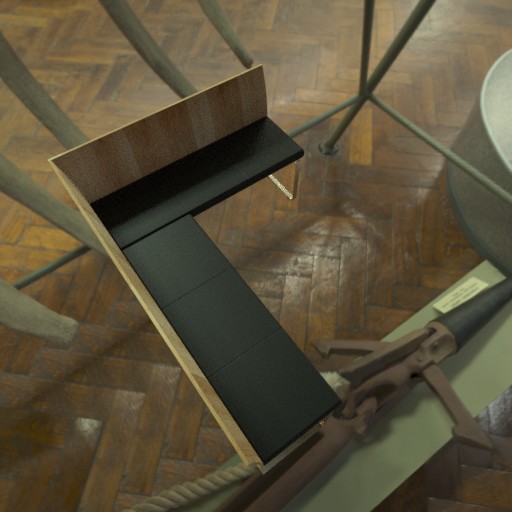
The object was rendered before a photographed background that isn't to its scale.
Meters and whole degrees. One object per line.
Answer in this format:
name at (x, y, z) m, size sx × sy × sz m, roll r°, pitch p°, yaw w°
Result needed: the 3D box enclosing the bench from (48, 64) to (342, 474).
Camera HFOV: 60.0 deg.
bench at (0.000, 0.000, 2.705) m, size 1.495 × 0.930 × 1.945 m, roll -32°, pitch 63°, yaw -18°
